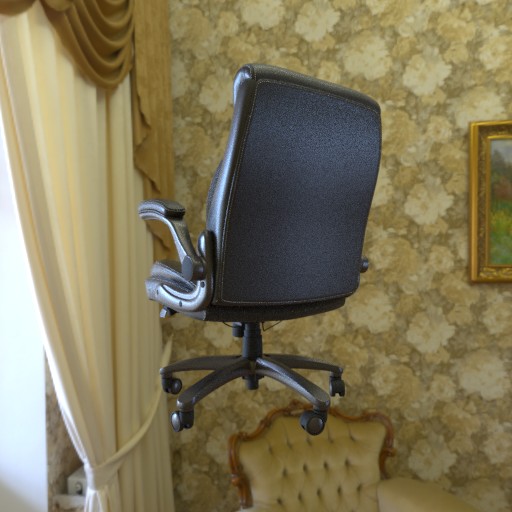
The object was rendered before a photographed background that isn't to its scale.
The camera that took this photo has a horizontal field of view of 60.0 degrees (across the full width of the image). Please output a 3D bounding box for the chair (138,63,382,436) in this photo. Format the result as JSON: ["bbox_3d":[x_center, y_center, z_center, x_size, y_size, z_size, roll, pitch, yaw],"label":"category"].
[{"bbox_3d":[0.000,0.000,1.628,0.782,1.110,0.724,-1,1,-36],"label":"chair"}]
